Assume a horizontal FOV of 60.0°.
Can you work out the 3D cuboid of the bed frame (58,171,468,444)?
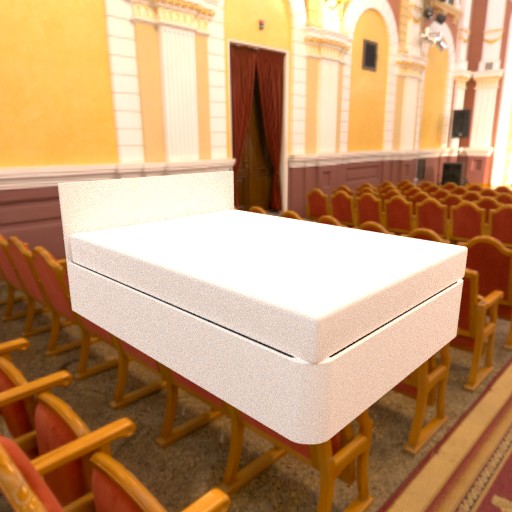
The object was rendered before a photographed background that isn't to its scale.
[{"bbox_3d":[0.000,0.000,2.563,1.900,0.800,1.400,14,20,42],"label":"bed frame"}]
